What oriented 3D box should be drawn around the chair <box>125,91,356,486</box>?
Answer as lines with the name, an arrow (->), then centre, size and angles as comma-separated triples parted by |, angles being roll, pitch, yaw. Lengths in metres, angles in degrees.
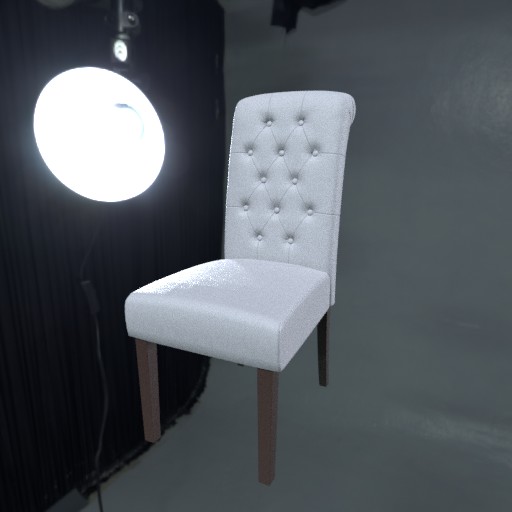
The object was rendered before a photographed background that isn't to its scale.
chair -> 0.000, 0.000, 1.360 | 0.456, 1.006, 0.671 | 7, 15, 26
